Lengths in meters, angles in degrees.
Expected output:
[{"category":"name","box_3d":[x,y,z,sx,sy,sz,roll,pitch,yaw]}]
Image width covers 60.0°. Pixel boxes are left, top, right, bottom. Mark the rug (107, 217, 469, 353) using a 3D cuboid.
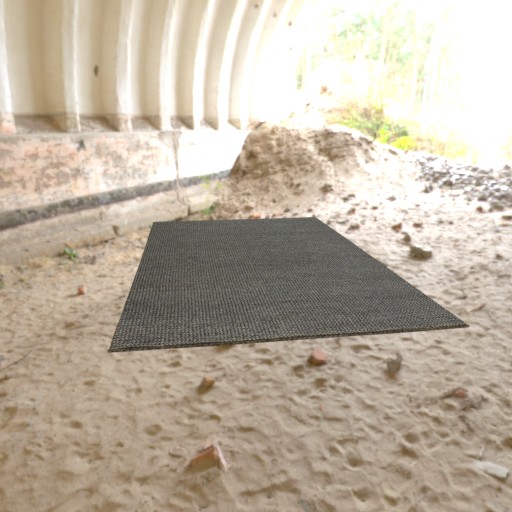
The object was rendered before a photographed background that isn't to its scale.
[{"category":"rug","box_3d":[0.000,0.000,2.989,1.538,0.021,2.443,-2,17,-8]}]
